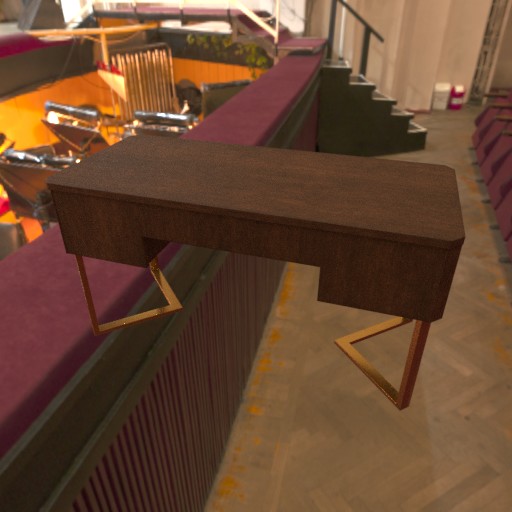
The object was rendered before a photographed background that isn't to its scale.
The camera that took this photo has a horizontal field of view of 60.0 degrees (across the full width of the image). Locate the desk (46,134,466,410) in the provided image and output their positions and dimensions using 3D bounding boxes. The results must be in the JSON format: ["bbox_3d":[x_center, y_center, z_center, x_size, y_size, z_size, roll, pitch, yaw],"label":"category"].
[{"bbox_3d":[0.000,0.000,1.927,1.479,0.762,0.684,10,33,15],"label":"desk"}]
